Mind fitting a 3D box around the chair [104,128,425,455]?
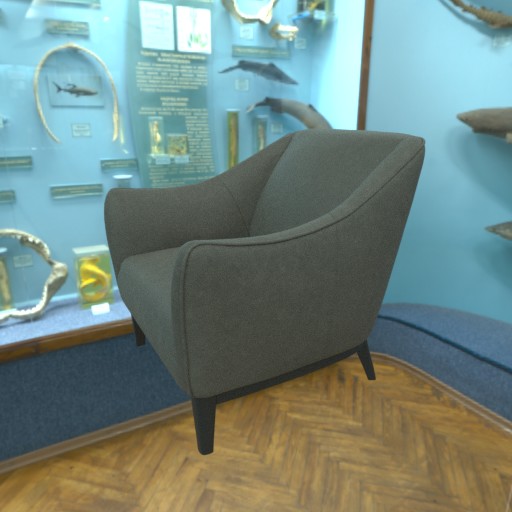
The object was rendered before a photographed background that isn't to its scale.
[{"bbox_3d":[0.000,0.000,1.535,0.852,0.830,0.871,-10,20,-27],"label":"chair"}]
